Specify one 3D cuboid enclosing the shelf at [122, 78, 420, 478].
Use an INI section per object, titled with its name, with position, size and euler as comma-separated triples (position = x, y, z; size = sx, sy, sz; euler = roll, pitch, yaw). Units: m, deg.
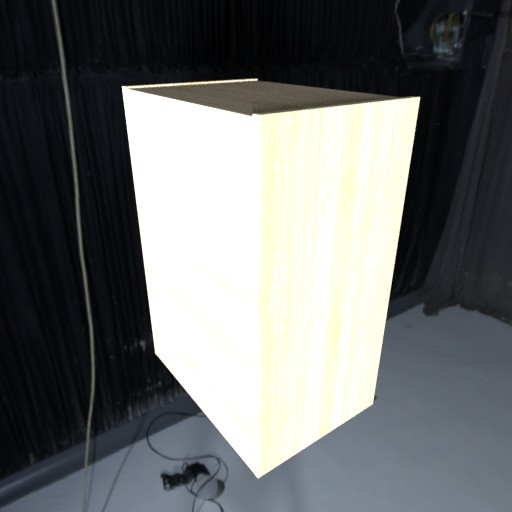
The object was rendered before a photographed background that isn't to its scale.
[shelf]
position = 0.000, 0.000, 0.844
size = 0.290, 0.592, 0.414
euler = -18, 31, -32
